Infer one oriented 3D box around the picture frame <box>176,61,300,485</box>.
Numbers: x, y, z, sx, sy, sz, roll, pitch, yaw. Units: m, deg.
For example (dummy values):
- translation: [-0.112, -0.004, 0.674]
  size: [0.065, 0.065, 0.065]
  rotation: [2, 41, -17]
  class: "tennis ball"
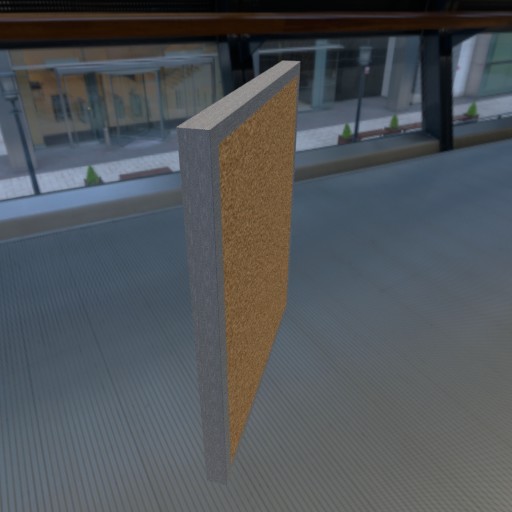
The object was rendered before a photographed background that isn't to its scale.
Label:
- translation: [0.000, 0.000, 0.514]
  size: [0.027, 0.378, 0.327]
  rotation: [8, 32, 13]
  class: "picture frame"
